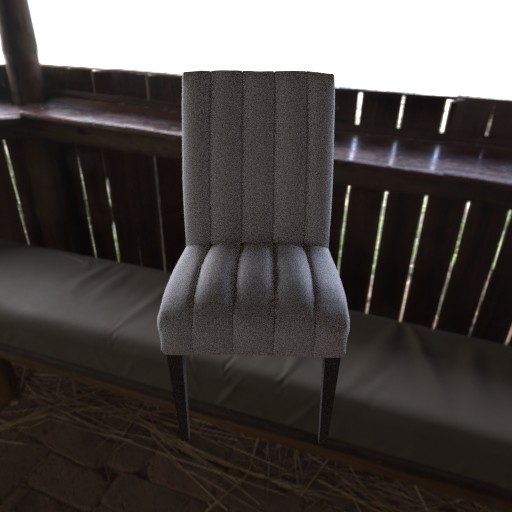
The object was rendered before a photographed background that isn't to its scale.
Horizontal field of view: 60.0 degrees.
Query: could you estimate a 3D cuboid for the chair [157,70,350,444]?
[{"bbox_3d":[0.000,0.000,1.384,0.511,1.016,0.647,1,29,1],"label":"chair"}]
